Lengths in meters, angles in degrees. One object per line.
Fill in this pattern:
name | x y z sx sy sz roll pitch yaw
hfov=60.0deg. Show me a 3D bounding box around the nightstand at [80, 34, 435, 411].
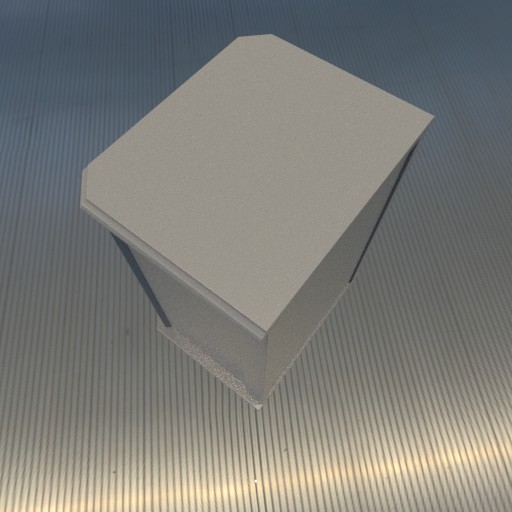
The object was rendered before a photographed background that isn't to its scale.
nightstand | 0.000 0.000 0.929 0.348 0.680 0.435 34 68 16
